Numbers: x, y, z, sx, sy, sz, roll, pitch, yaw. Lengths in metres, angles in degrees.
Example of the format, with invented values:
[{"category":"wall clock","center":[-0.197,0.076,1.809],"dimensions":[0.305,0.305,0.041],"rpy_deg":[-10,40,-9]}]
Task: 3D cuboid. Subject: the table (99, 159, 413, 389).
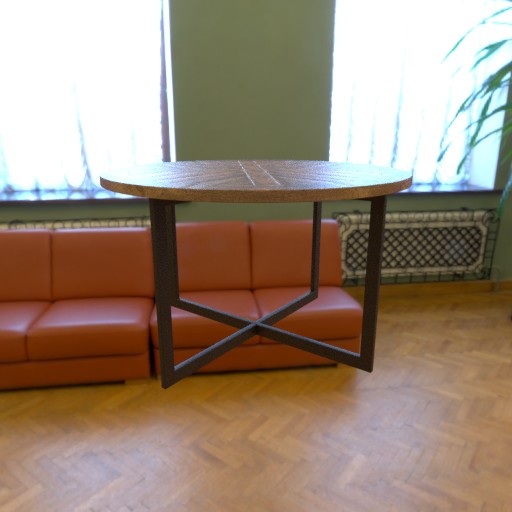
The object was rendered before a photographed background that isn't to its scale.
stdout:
[{"category":"table","center":[0.000,0.000,1.991],"dimensions":[1.264,0.762,1.264],"rpy_deg":[0,16,0]}]
